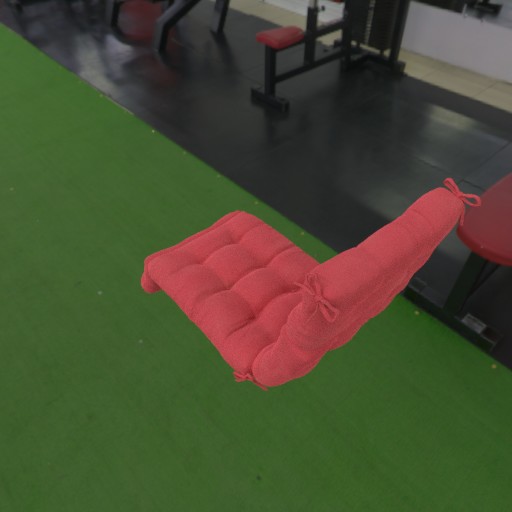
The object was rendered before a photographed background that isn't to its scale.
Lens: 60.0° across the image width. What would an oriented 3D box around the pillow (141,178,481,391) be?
[{"bbox_3d":[0.000,0.000,1.459,0.526,0.863,1.016,-31,53,-27],"label":"pillow"}]
